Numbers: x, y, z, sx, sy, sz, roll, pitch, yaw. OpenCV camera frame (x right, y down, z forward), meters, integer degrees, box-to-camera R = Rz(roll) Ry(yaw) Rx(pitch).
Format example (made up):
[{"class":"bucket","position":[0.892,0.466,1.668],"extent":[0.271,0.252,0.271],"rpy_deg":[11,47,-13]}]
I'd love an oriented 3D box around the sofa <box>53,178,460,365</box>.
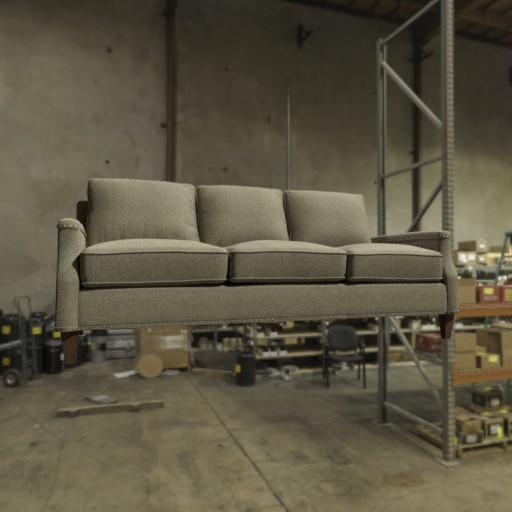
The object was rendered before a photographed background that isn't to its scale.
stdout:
[{"class":"sofa","position":[0.000,0.000,2.794],"extent":[2.246,1.003,1.084],"rpy_deg":[0,-1,-19]}]
